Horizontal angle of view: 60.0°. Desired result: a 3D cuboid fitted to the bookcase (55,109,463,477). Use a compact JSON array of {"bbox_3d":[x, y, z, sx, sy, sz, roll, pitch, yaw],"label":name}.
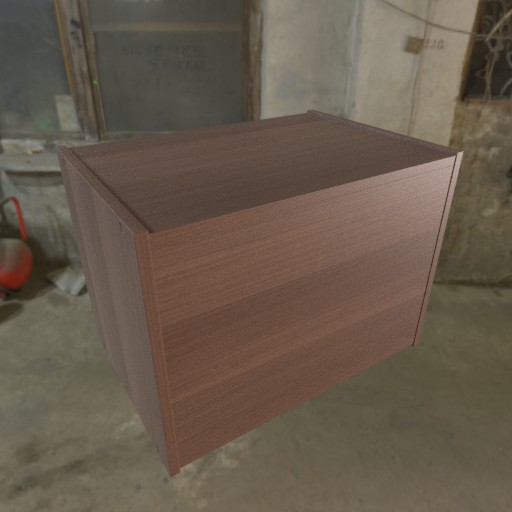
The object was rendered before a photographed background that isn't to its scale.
[{"bbox_3d":[0.000,0.000,0.624,0.415,0.305,0.290,-18,34,-28],"label":"bookcase"}]
